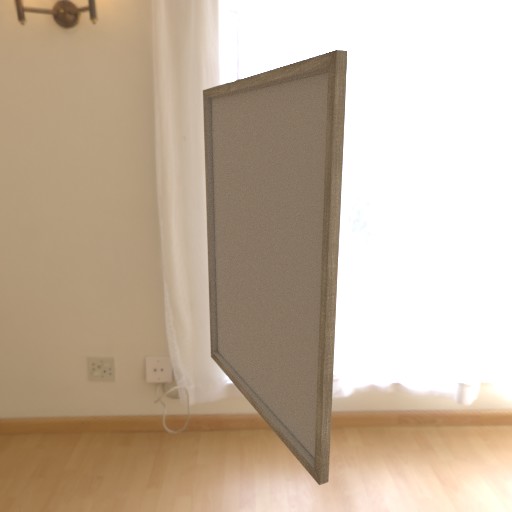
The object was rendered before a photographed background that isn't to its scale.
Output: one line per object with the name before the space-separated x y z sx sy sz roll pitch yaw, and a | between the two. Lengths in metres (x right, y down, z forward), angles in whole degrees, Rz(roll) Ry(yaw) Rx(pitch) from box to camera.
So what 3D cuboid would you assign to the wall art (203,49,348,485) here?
wall art | 0.000 0.000 1.344 0.035 1.022 0.781 -7 16 -26
